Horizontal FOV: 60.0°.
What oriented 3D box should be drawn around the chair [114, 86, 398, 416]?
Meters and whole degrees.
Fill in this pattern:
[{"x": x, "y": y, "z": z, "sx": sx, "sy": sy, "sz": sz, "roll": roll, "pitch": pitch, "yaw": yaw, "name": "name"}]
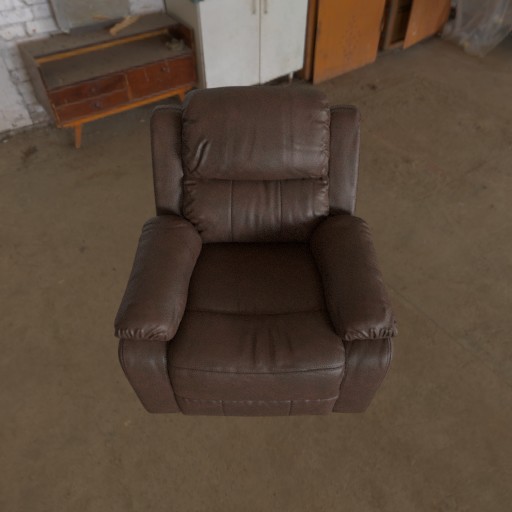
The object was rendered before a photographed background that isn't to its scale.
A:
[{"x": 0.000, "y": 0.000, "z": 1.249, "sx": 0.680, "sy": 0.702, "sz": 0.707, "roll": 0, "pitch": 47, "yaw": 0, "name": "chair"}]
